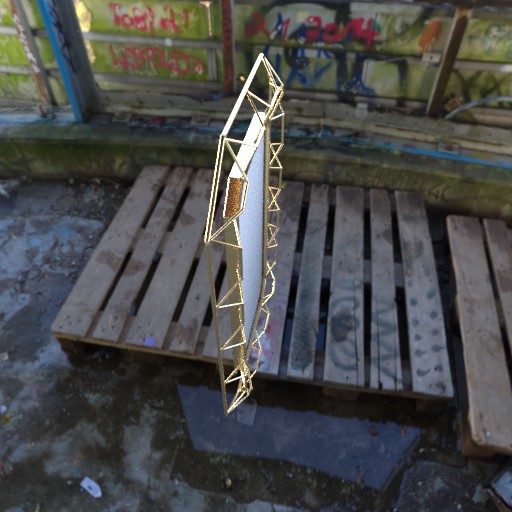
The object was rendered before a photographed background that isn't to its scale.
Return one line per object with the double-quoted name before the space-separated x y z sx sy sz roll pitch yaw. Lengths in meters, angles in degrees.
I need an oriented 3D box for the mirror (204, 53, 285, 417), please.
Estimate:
"mirror" 0.000 0.000 1.114 0.051 0.870 0.572 8 47 8
